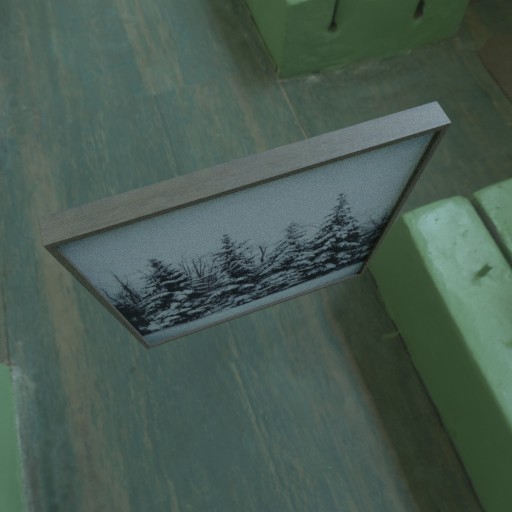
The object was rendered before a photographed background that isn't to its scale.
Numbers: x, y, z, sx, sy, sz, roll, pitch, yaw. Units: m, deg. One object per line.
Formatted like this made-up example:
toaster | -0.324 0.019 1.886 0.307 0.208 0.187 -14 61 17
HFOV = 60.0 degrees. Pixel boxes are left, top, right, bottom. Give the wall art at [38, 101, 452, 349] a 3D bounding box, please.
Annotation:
wall art | 0.000 0.000 0.757 0.507 0.507 0.037 -18 67 -8
